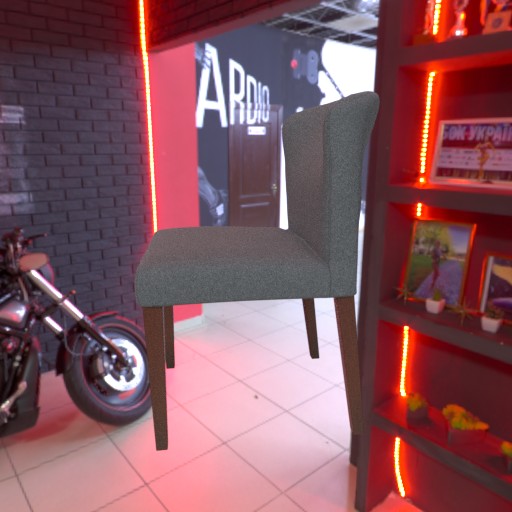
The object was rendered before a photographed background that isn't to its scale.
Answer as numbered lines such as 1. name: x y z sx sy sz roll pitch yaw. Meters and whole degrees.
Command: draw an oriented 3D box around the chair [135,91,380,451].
1. chair: 0.000 0.000 1.204 0.592 0.839 0.491 -2 14 -8
